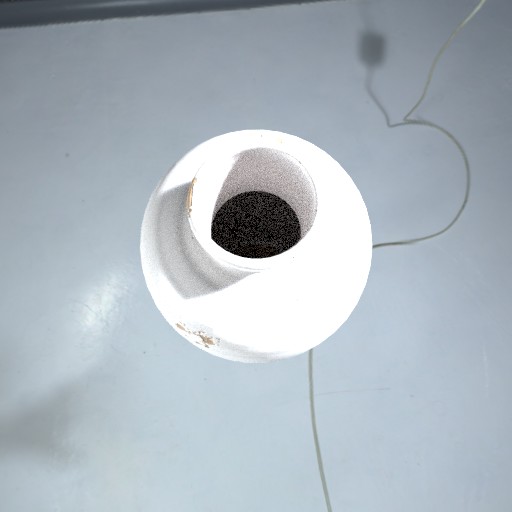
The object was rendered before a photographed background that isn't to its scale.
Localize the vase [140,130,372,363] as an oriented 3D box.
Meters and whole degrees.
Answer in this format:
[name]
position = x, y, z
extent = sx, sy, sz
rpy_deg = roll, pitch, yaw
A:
[vase]
position = 0.000, 0.000, 0.336
extent = 0.158, 0.228, 0.158
rpy_deg = 0, 76, 0
